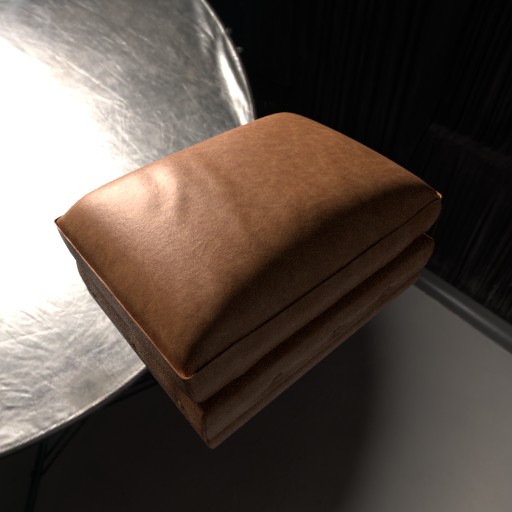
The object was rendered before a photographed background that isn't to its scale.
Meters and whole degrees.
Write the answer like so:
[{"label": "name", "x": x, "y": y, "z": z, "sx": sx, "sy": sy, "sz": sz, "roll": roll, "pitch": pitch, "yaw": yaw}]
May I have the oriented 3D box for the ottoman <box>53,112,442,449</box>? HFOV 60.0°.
[{"label": "ottoman", "x": 0.000, "y": 0.000, "z": 1.070, "sx": 0.710, "sy": 0.480, "sz": 0.533, "roll": -31, "pitch": 53, "yaw": -27}]
